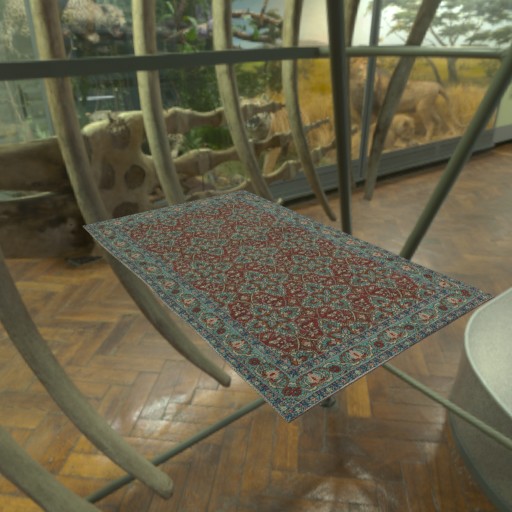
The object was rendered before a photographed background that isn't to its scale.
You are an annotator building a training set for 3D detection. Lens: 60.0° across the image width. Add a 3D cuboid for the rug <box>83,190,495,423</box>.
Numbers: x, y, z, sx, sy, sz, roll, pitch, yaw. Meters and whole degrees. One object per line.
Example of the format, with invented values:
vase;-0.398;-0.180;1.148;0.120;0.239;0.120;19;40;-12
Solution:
rug;0.000;0.000;2.954;1.533;0.011;2.439;-18;31;-33
